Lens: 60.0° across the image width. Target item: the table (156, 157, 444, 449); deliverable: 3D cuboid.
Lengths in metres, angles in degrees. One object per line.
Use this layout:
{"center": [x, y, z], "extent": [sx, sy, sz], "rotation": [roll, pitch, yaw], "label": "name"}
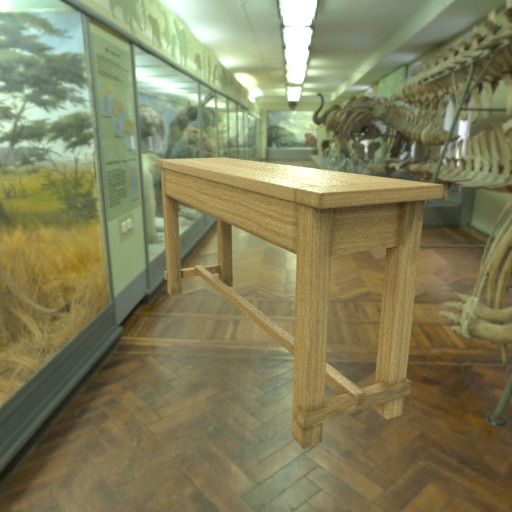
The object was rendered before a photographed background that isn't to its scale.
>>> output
{"center": [0.000, 0.000, 1.942], "extent": [0.442, 0.762, 1.599], "rotation": [-7, 17, -25], "label": "table"}
